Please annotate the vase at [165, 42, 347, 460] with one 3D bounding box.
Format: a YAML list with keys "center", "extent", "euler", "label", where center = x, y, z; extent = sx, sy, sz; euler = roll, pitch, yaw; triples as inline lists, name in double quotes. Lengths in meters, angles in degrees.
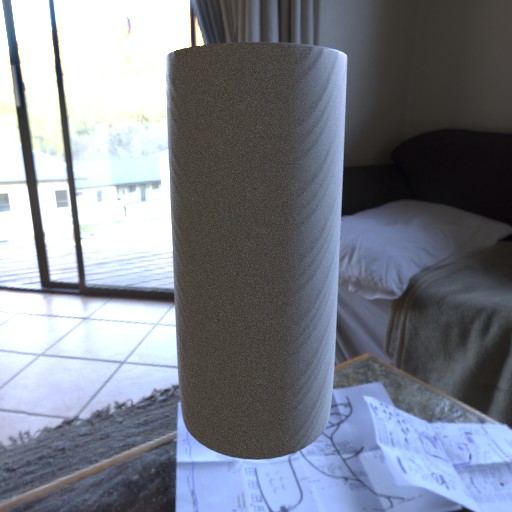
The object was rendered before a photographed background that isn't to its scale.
- center: [0.000, 0.000, 0.384]
  extent: [0.143, 0.316, 0.143]
  euler: [0, 16, 0]
  label: "vase"
